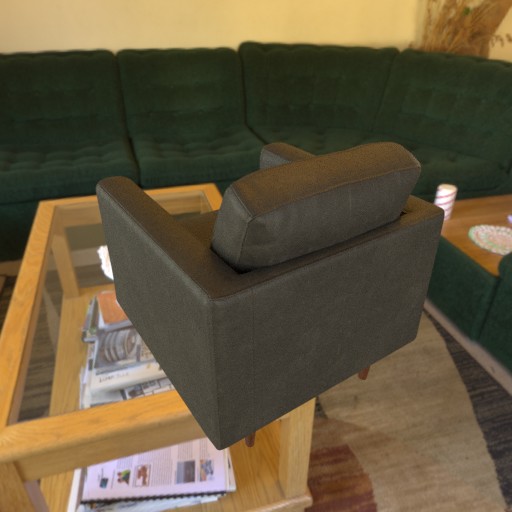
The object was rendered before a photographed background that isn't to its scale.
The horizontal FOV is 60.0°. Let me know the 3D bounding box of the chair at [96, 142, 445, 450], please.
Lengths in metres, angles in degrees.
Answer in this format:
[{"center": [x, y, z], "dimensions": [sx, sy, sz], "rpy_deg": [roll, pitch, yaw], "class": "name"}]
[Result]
[{"center": [0.000, 0.000, 1.563], "dimensions": [0.831, 0.898, 0.879], "rpy_deg": [-19, 36, -28], "class": "chair"}]
